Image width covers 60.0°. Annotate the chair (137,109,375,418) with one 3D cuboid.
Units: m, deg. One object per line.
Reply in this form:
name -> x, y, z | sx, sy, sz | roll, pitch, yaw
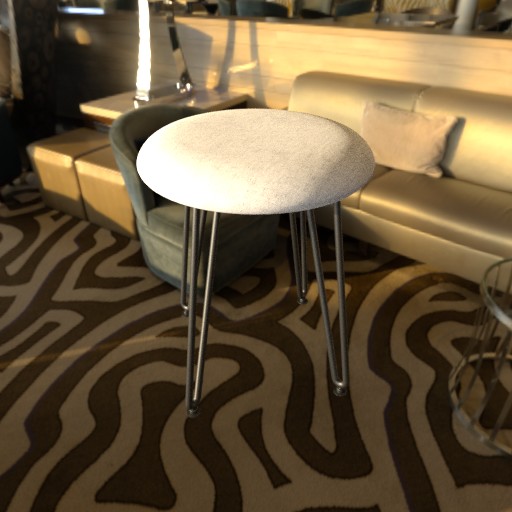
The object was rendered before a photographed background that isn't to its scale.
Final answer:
chair -> 0.000, 0.000, 0.675 | 0.350, 0.386, 0.350 | 21, 38, 29
